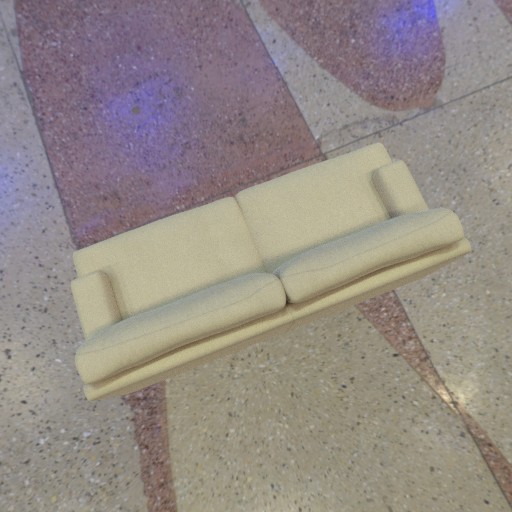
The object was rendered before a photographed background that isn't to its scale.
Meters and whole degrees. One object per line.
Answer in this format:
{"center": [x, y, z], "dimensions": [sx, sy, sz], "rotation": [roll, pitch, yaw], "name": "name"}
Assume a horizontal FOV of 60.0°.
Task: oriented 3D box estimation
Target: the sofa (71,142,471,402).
{"center": [0.000, 0.000, 2.648], "dimensions": [2.147, 0.925, 0.929], "rotation": [-21, 77, -5], "name": "sofa"}
